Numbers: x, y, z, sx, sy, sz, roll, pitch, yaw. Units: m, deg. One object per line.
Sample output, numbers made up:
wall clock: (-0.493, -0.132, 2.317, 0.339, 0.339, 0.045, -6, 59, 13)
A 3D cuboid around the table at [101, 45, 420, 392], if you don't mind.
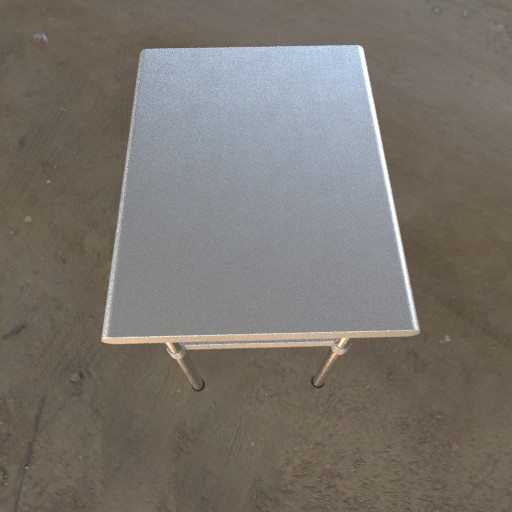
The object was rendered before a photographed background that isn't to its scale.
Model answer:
table: (0.000, 0.000, 1.359, 0.584, 0.876, 0.762, -1, 63, -1)
